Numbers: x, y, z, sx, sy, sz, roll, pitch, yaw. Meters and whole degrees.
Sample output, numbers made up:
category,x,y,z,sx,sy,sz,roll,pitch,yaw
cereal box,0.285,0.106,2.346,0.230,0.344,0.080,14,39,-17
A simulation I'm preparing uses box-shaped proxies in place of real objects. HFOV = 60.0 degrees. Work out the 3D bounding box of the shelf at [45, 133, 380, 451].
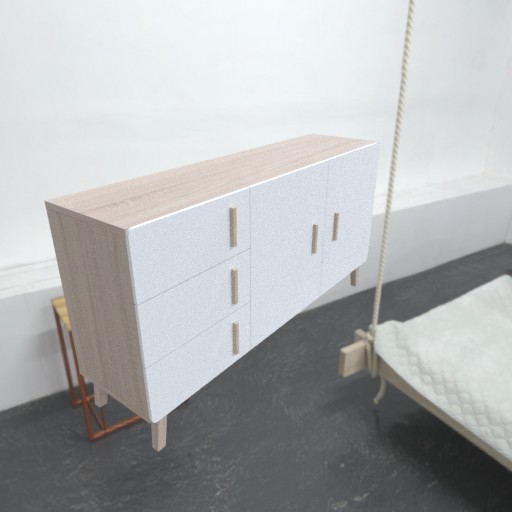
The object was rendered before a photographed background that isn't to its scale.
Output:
category,x,y,z,sx,sy,sz,roll,pitch,yaw
shelf,0.000,0.000,1.872,0.400,0.780,1.490,18,30,34
